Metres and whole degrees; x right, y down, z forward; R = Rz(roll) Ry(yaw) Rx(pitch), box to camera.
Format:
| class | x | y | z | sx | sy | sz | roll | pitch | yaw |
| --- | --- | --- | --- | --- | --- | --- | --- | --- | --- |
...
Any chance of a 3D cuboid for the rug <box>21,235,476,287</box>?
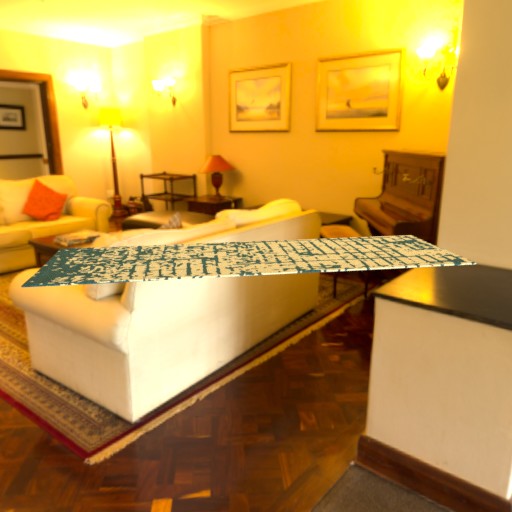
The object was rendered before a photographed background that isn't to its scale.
| class | x | y | z | sx | sy | sz | roll | pitch | yaw |
| --- | --- | --- | --- | --- | --- | --- | --- | --- | --- |
| rug | 0.000 | 0.000 | 2.697 | 2.435 | 0.011 | 0.750 | -3 | 15 | -9 |
